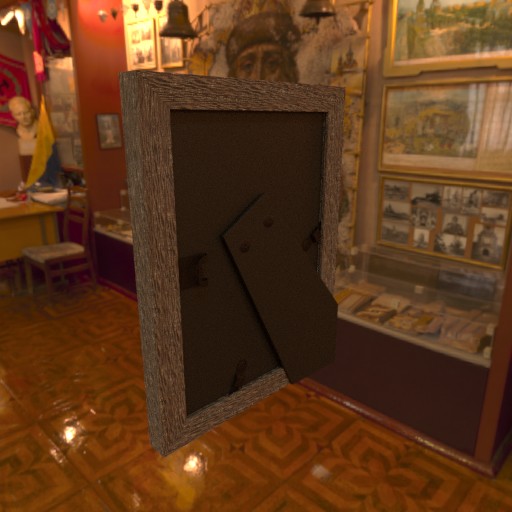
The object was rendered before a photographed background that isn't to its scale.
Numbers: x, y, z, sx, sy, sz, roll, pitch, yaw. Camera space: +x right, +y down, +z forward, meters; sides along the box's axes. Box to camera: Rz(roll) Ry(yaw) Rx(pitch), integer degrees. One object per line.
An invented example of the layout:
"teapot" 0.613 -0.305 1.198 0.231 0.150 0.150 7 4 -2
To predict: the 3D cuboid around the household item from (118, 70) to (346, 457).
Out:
"household item" 0.000 0.000 0.285 0.160 0.210 0.020 -16 23 -42
